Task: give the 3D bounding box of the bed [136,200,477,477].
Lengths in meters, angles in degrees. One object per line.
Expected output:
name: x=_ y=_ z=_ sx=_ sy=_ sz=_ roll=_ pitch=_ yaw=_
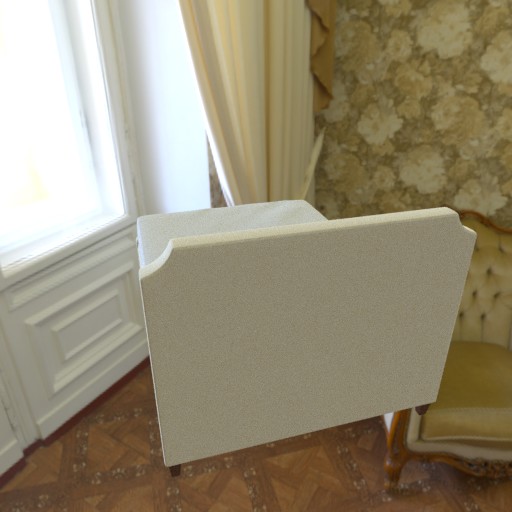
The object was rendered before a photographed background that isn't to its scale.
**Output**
bed: x=0.000 y=0.000 z=3.311 sx=1.703 sy=1.415 sz=2.329 roll=-8 pitch=28 yaw=-14
